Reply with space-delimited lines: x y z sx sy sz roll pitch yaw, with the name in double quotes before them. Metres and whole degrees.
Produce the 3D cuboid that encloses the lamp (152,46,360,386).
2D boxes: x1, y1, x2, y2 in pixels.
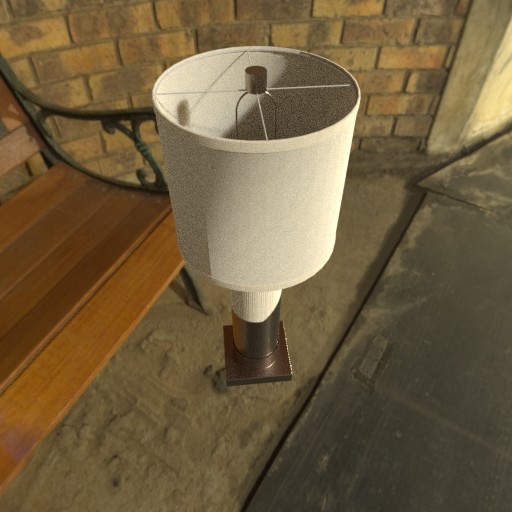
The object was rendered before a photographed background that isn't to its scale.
"lamp" 0.000 0.000 0.605 0.202 0.509 0.202 -4 46 -4
